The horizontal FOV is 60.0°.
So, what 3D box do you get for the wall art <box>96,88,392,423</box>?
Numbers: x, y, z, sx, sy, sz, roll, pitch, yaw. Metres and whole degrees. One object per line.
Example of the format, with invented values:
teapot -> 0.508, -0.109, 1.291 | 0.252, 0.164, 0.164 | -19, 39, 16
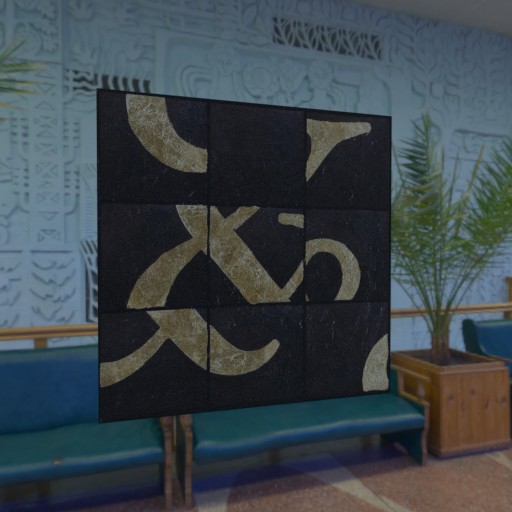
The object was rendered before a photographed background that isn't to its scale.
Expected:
wall art -> 0.000, 0.000, 1.127 | 0.758, 0.758, 0.044 | 0, 1, -16
